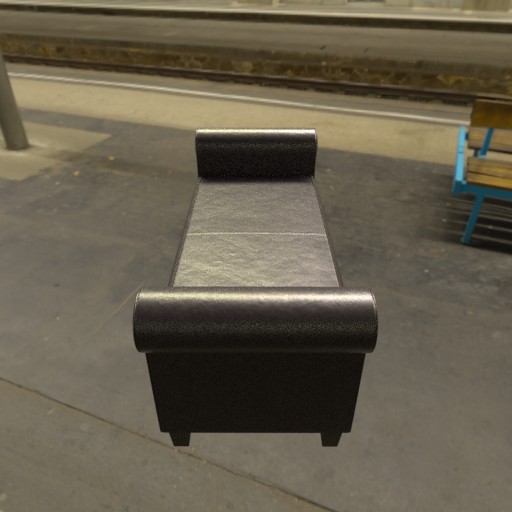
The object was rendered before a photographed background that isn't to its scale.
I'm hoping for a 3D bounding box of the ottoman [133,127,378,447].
[{"bbox_3d":[0.000,0.000,1.548,0.521,0.547,1.256,0,34,0],"label":"ottoman"}]
